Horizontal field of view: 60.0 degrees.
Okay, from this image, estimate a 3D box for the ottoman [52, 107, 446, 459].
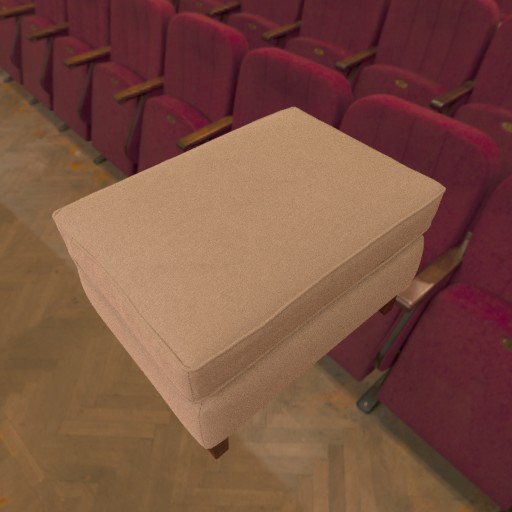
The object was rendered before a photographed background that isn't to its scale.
[{"bbox_3d":[0.000,0.000,0.992,0.665,0.456,0.501,-32,54,-27],"label":"ottoman"}]
